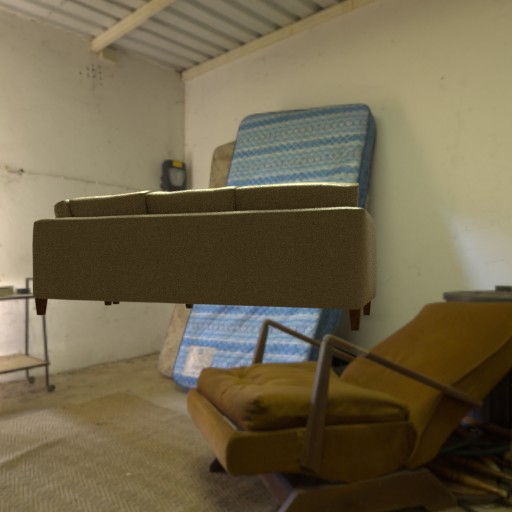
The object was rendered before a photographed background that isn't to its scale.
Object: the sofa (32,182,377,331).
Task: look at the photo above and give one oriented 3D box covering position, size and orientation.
[{"bbox_3d":[0.000,0.000,4.686,2.594,0.961,3.460,0,-1,19],"label":"sofa"}]
